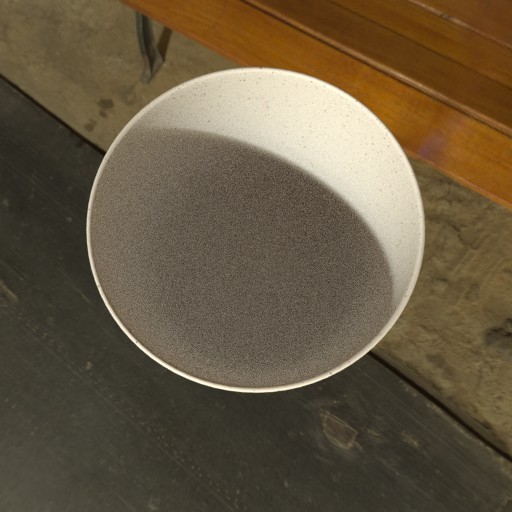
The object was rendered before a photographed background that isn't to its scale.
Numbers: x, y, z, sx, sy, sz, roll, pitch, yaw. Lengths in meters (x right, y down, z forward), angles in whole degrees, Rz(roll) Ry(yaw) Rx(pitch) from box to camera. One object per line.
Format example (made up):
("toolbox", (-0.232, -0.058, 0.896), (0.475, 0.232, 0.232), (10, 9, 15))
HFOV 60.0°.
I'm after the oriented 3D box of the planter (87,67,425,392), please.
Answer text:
("planter", (0.000, 0.000, 0.358), (0.195, 0.214, 0.195), (0, 77, 0))
